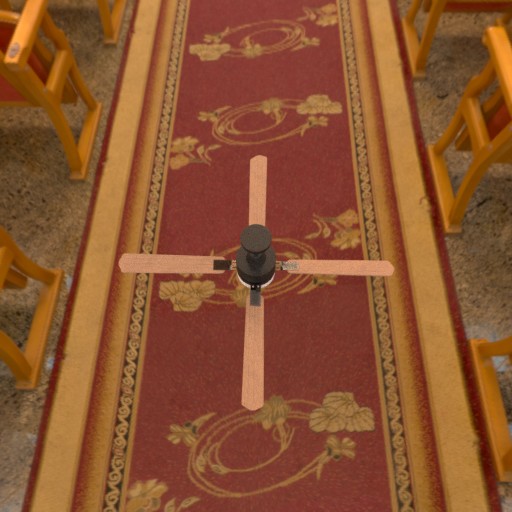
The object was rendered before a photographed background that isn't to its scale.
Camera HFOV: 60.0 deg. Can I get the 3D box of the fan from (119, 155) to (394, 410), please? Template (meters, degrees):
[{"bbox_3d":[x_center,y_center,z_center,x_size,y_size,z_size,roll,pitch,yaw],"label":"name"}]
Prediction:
[{"bbox_3d":[0.000,0.000,2.029,1.320,0.355,1.320,1,64,1],"label":"fan"}]
